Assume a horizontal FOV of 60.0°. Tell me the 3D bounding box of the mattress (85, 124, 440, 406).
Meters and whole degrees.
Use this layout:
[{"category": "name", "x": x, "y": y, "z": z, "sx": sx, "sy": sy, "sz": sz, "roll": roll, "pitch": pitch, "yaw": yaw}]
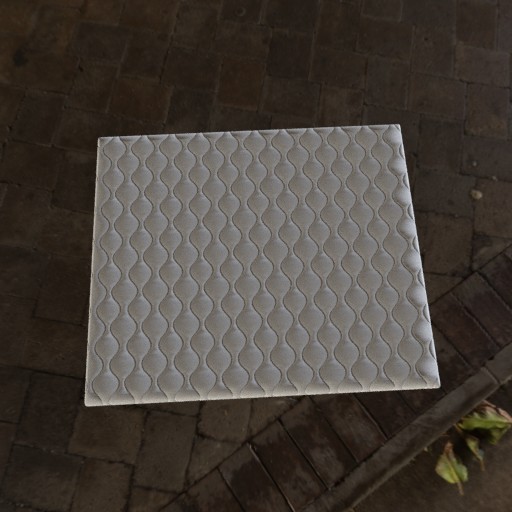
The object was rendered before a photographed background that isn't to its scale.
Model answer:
[{"category": "mattress", "x": 0.000, "y": 0.000, "z": 2.631, "sx": 1.900, "sy": 0.200, "sz": 1.600, "roll": -3, "pitch": 74, "yaw": -1}]
